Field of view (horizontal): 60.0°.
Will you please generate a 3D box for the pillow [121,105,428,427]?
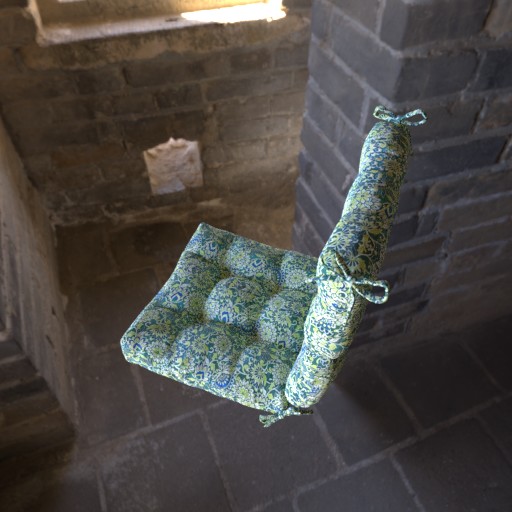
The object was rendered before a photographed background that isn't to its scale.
[{"bbox_3d":[0.000,0.000,1.021,0.571,0.605,0.519,16,50,14],"label":"pillow"}]
